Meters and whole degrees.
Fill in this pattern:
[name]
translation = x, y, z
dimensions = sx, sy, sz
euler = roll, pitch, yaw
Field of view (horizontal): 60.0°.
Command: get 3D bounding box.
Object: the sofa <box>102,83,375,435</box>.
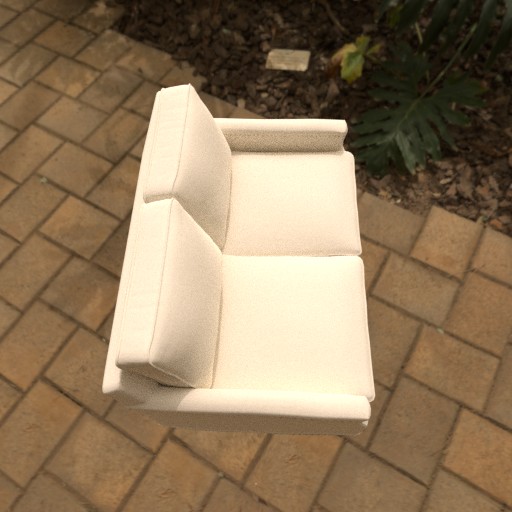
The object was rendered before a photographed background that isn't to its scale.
[sofa]
translation = 0.000, 0.000, 2.225
dimensions = 1.084, 1.003, 1.597
euler = 2, 63, 1
